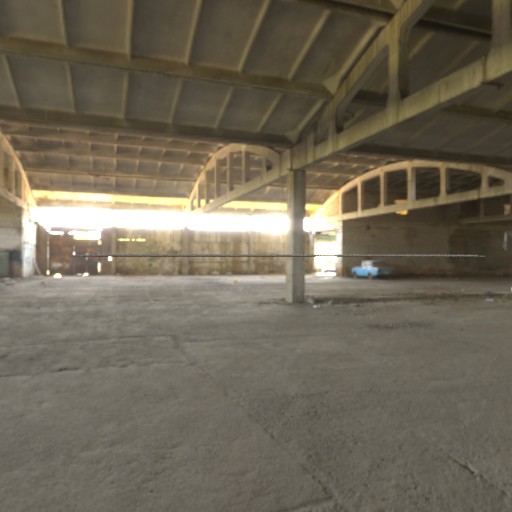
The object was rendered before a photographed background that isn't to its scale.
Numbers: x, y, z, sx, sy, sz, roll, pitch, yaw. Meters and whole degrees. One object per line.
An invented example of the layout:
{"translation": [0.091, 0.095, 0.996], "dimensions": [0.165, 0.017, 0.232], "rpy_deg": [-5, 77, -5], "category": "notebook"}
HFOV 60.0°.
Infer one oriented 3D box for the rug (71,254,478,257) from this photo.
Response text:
{"translation": [0.000, 0.000, 4.154], "dimensions": [3.051, 0.013, 2.380], "rpy_deg": [0, 0, -19], "category": "rug"}
